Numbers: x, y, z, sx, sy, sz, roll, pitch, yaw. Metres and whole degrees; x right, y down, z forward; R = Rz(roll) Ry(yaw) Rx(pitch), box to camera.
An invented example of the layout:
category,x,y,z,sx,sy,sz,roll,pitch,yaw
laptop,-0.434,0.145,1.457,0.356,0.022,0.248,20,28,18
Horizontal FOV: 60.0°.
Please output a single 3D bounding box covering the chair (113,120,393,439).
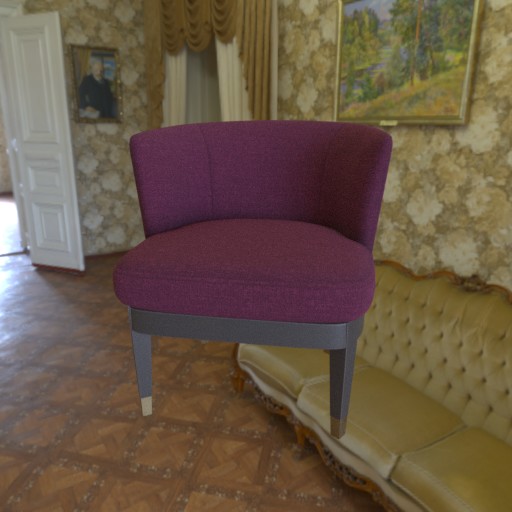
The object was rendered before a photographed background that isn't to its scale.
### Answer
category,x,y,z,sx,sy,sz,roll,pitch,yaw
chair,0.000,0.000,1.269,0.700,0.760,0.660,3,16,10
